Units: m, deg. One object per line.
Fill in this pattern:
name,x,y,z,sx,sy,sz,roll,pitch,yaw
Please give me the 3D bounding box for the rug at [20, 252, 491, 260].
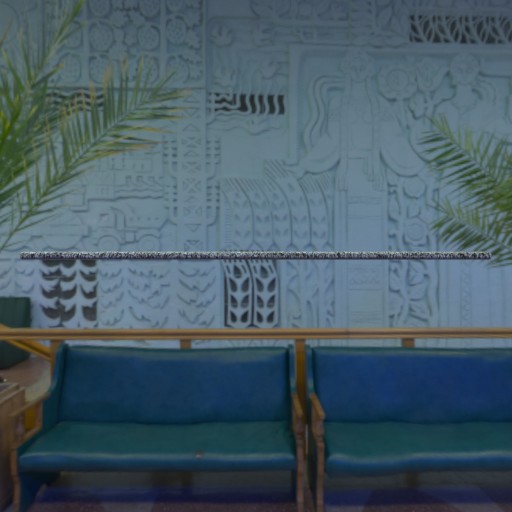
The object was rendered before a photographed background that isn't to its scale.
rug,0.000,0.000,2.266,1.778,0.030,1.219,0,0,1
